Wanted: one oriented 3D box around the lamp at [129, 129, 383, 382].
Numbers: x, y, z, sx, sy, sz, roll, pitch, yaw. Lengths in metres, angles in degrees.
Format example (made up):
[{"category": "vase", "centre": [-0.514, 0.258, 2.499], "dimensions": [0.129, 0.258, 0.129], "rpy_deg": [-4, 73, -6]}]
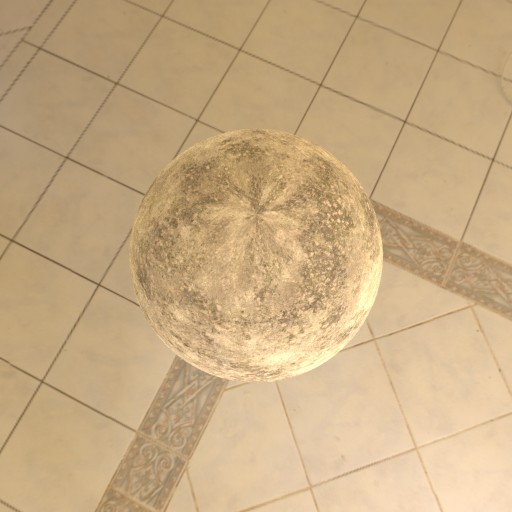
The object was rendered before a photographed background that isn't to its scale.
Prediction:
[{"category": "lamp", "centre": [0.000, 0.000, 0.768], "dimensions": [0.422, 0.429, 0.422], "rpy_deg": [0, 76, 0]}]
